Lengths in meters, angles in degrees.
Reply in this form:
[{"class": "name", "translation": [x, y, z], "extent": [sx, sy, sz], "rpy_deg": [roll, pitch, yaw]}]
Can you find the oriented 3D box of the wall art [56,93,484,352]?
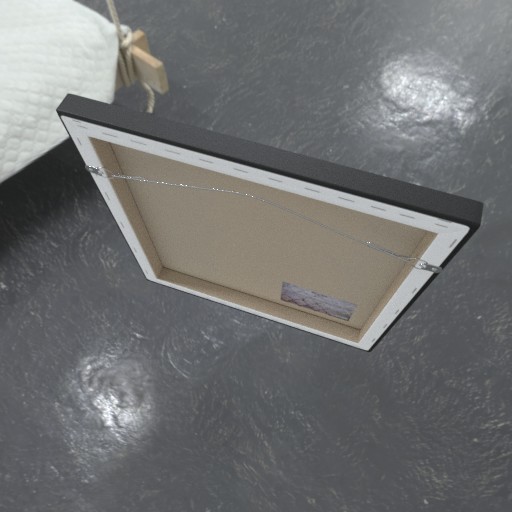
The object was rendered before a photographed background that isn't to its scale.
[{"class": "wall art", "translation": [0.000, 0.000, 0.879], "extent": [0.610, 0.611, 0.043], "rpy_deg": [17, 64, 8]}]
